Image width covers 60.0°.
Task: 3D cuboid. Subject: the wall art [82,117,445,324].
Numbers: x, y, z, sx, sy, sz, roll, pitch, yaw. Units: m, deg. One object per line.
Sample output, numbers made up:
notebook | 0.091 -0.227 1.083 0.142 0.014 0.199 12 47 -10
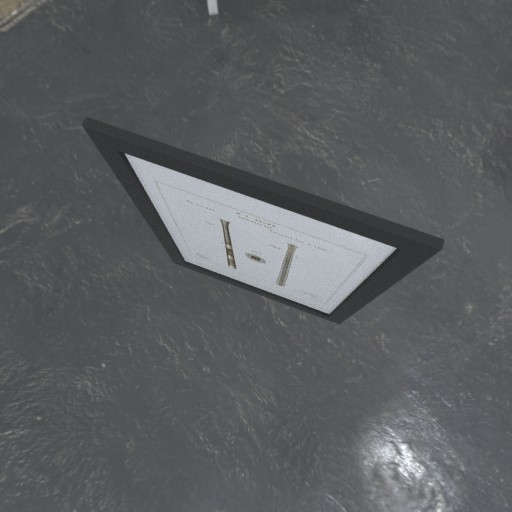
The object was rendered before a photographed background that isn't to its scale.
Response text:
wall art | 0.000 0.000 0.685 0.374 0.529 0.012 20 75 6
